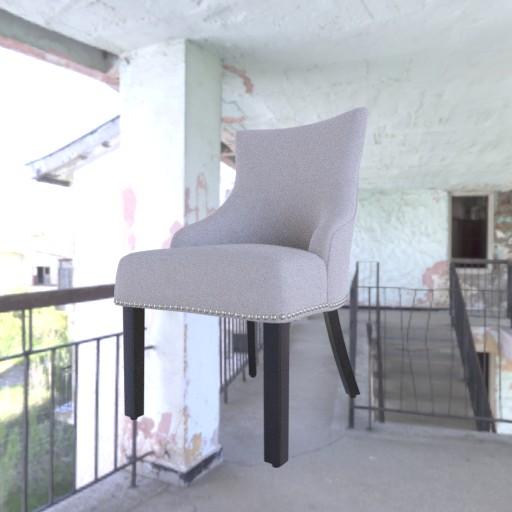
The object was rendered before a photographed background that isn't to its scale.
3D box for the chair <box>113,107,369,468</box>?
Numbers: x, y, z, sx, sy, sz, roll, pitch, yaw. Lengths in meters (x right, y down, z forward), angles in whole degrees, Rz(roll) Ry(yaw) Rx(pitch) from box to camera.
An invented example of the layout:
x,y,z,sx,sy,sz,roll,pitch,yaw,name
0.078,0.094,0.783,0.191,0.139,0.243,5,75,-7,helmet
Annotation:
x,y,z,sx,sy,sz,roll,pitch,yaw,name
0.000,0.000,1.308,0.566,0.909,0.629,1,1,35,chair
